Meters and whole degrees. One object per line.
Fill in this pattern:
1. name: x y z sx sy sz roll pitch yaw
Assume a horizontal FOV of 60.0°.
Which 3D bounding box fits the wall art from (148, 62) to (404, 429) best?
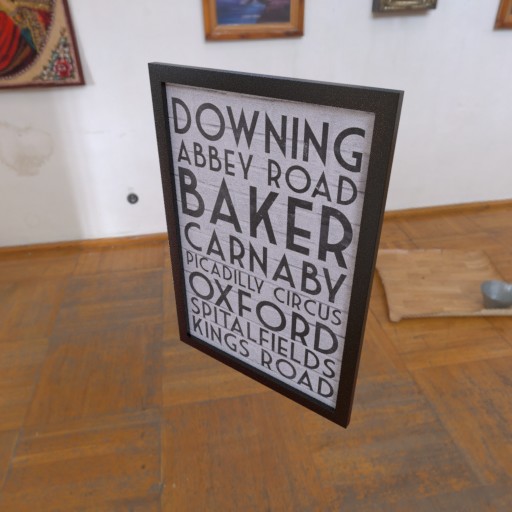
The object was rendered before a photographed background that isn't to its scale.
1. wall art: 0.000 0.000 0.563 0.304 0.432 0.013 20 36 30
